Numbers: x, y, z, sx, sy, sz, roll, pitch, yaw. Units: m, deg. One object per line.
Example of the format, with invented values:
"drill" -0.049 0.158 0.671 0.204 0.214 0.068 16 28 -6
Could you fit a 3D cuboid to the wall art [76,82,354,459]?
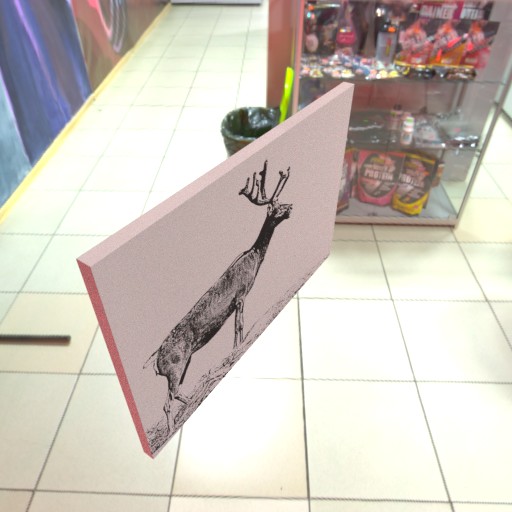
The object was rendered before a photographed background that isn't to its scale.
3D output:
"wall art" 0.000 0.000 1.140 0.033 0.617 0.906 24 46 25
